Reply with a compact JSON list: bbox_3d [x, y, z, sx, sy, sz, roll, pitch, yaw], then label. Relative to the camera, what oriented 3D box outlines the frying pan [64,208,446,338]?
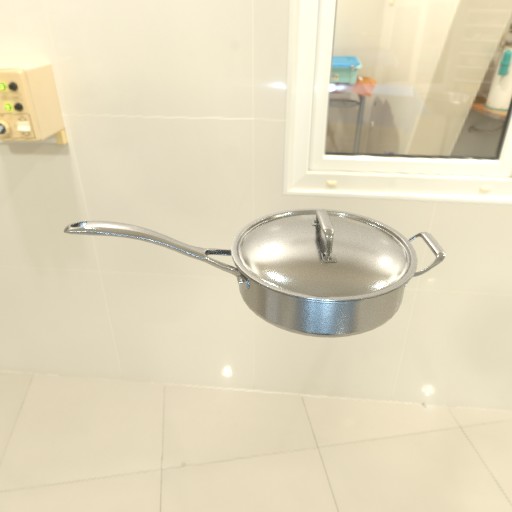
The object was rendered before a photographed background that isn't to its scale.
[{"bbox_3d":[0.000,0.000,0.599,0.492,0.111,0.245,-1,30,-2],"label":"frying pan"}]
